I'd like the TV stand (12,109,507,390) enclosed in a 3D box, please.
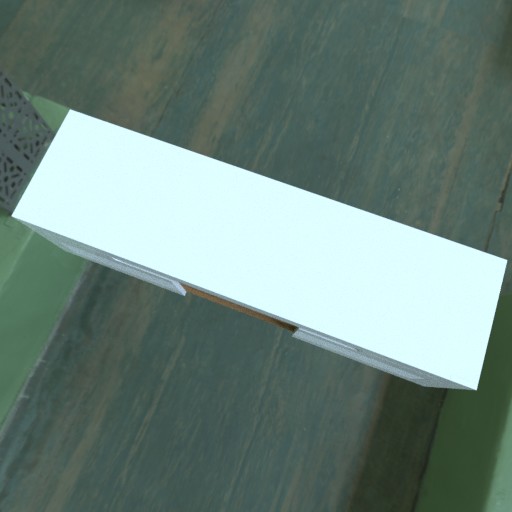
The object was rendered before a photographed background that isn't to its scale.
[{"bbox_3d":[0.000,0.000,1.597,1.500,0.440,0.410,20,76,5],"label":"TV stand"}]
